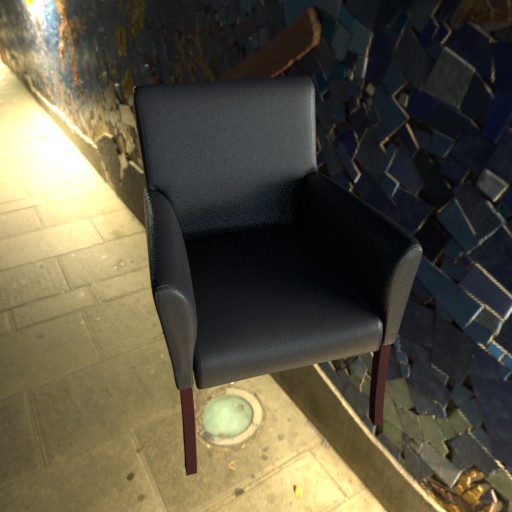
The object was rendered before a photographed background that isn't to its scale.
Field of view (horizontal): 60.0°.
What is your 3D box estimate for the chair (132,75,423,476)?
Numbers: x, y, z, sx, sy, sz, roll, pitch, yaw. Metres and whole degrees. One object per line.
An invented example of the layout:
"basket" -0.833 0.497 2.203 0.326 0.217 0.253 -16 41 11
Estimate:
"chair" 0.000 0.000 1.442 0.683 0.951 0.772 -9 33 -14
